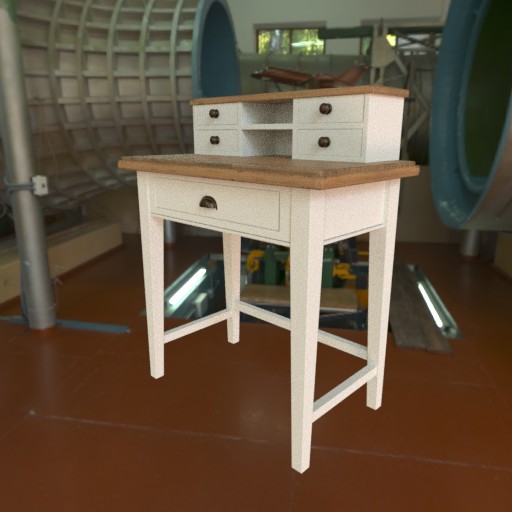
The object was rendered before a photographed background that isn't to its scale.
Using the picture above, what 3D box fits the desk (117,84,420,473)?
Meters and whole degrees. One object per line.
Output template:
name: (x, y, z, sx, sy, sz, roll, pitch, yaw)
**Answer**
desk: (0.000, 0.000, 1.414, 0.814, 0.981, 0.462, 14, 21, 42)
